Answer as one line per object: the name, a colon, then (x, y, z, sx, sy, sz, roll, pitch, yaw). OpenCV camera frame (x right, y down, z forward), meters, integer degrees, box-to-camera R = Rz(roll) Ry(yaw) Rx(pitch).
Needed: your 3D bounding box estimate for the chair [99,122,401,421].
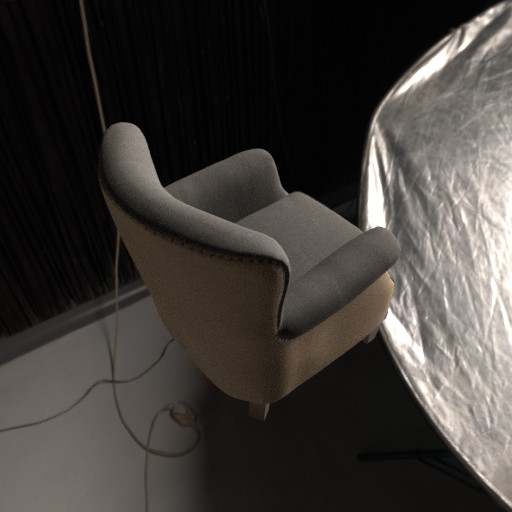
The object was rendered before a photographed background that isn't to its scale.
chair: (0.000, 0.000, 1.652, 0.921, 0.936, 0.861, -27, 48, -26)
